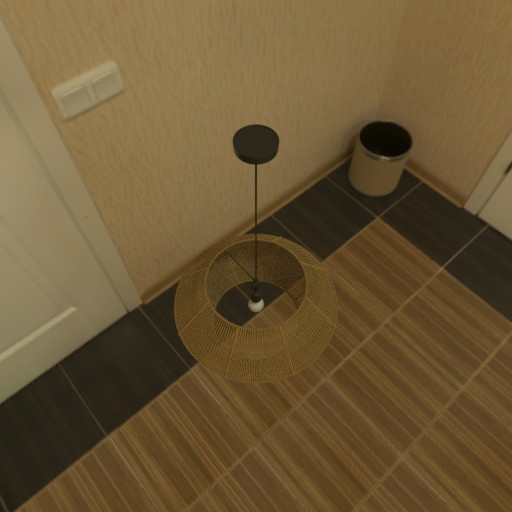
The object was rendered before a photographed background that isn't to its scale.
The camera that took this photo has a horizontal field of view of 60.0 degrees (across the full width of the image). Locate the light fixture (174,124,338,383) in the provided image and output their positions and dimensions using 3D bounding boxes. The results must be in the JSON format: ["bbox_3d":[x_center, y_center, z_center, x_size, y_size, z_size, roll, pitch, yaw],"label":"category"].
[{"bbox_3d":[0.000,0.000,1.444,0.643,1.009,0.643,0,58,0],"label":"light fixture"}]
